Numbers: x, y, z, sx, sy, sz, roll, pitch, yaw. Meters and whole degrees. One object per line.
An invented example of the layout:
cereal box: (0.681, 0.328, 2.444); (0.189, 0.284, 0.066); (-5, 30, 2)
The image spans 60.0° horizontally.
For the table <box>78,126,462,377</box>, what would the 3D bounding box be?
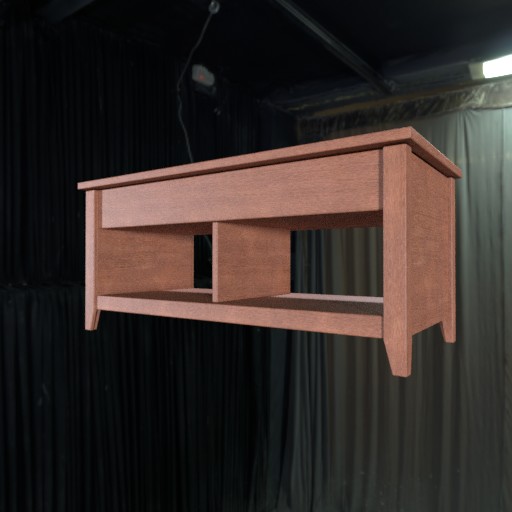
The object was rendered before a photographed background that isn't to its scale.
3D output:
table: (0.000, 0.000, 1.283); (1.016, 0.457, 0.483); (0, -1, 35)
